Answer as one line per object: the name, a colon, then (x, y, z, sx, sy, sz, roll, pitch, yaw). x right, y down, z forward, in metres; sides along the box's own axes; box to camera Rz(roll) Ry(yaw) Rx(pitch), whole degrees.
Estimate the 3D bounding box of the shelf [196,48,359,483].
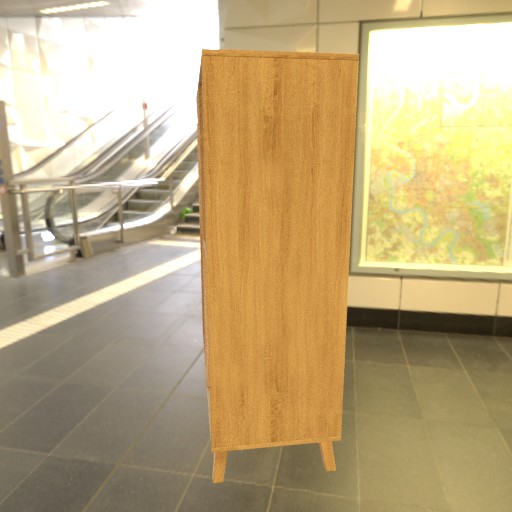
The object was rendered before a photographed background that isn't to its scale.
shelf: (0.000, 0.000, 1.870, 0.450, 1.390, 1.000, -2, 13, -8)
